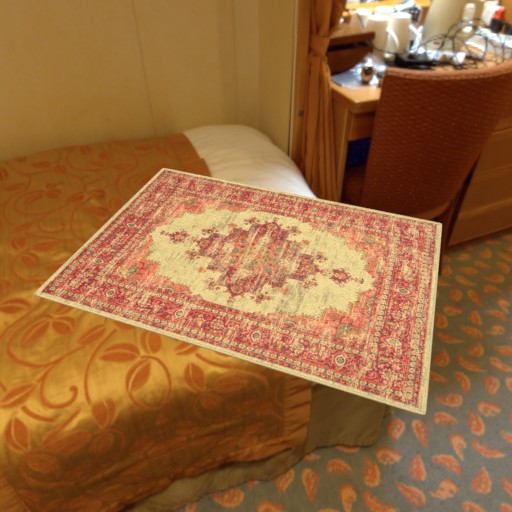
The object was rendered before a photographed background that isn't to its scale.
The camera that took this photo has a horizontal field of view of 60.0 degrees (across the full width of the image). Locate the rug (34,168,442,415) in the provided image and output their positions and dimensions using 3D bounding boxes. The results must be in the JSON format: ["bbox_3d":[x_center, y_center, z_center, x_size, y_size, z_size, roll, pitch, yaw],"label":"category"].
[{"bbox_3d":[0.000,0.000,3.703,2.878,0.014,2.005,14,43,15],"label":"rug"}]
